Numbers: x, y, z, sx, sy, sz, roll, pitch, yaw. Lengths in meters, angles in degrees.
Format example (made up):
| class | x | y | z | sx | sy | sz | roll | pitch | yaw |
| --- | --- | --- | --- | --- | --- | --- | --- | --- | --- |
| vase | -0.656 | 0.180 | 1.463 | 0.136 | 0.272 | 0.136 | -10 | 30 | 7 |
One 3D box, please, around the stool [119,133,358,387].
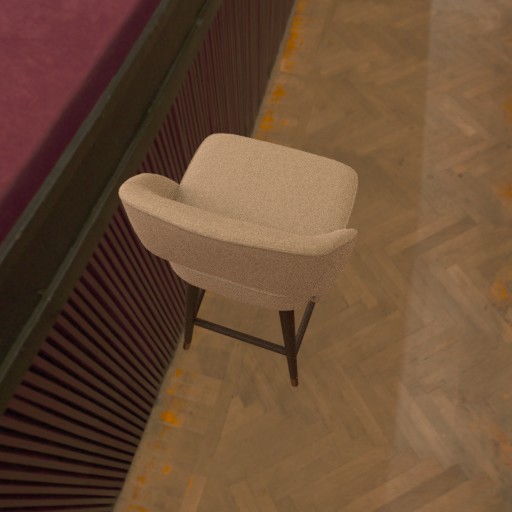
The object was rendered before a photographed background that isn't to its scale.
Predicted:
| class | x | y | z | sx | sy | sz | roll | pitch | yaw |
| --- | --- | --- | --- | --- | --- | --- | --- | --- | --- |
| stool | 0.000 | 0.000 | 1.272 | 0.494 | 1.037 | 0.509 | 17 | 63 | 9 |
